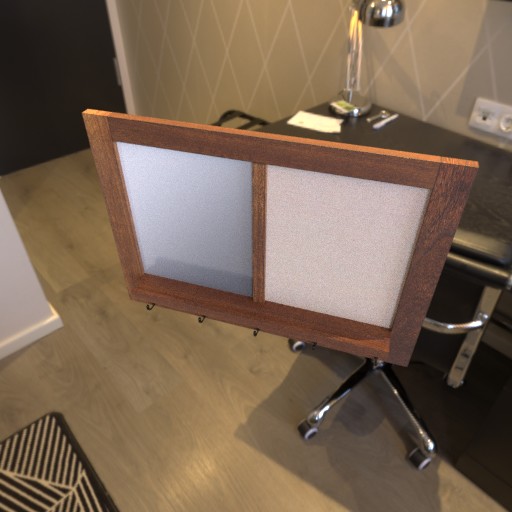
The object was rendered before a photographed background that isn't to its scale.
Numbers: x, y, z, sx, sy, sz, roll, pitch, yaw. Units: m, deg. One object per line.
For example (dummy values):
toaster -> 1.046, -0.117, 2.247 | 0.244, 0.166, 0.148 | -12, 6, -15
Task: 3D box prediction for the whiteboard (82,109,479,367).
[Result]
whiteboard -> 0.000, 0.000, 1.009 | 0.783, 0.559, 0.083 | 11, 41, 13
